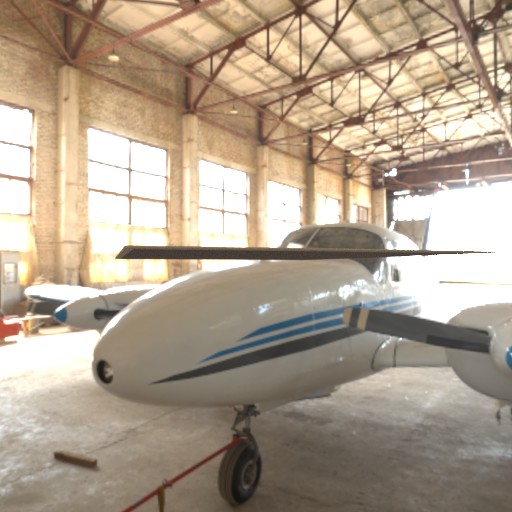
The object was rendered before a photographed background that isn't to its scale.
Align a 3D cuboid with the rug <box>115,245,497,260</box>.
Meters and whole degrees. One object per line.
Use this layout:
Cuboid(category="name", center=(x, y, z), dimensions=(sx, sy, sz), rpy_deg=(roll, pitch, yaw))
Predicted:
Cuboid(category="rug", center=(0.000, 0.000, 4.024), dimensions=(2.407, 0.020, 3.051), rpy_deg=(0, -2, -18))
